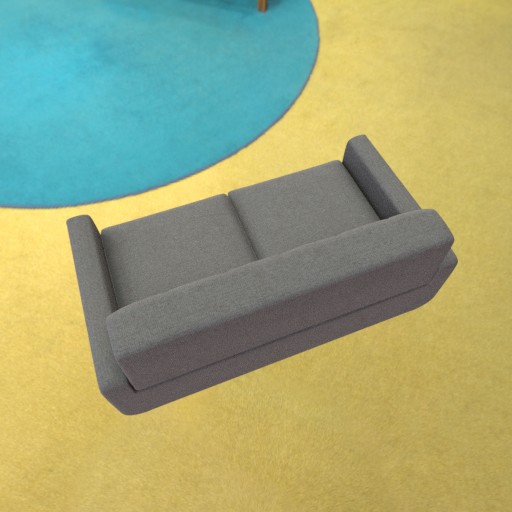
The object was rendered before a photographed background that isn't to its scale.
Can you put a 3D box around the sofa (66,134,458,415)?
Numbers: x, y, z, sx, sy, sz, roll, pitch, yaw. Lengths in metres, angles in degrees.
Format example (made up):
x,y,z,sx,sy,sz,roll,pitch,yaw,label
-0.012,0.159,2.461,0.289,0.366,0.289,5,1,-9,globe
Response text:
x,y,z,sx,sy,sz,roll,pitch,yaw,label
0.000,0.000,2.185,1.631,0.841,0.909,-18,59,-11,sofa
